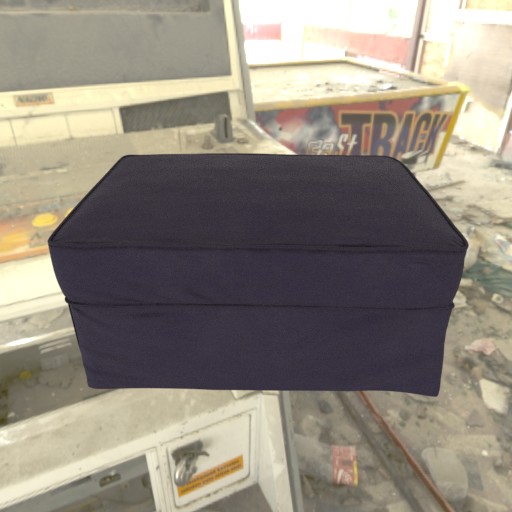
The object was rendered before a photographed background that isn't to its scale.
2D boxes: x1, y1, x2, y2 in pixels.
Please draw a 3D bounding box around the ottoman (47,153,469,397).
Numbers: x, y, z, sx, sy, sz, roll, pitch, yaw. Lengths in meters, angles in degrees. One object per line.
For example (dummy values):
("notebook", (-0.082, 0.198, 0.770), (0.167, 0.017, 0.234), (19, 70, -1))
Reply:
("ottoman", (0.000, 0.000, 1.289), (0.938, 0.503, 0.637), (1, 30, 1))
